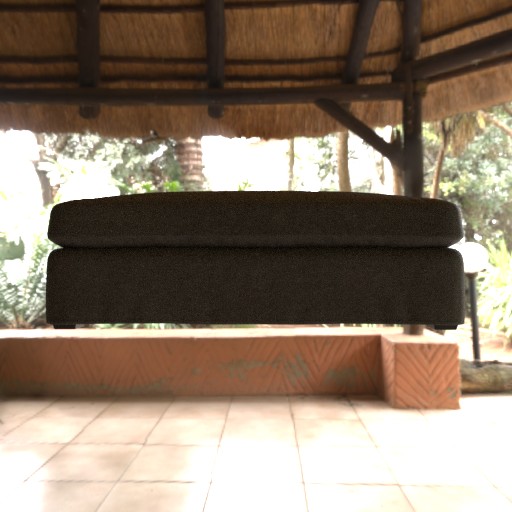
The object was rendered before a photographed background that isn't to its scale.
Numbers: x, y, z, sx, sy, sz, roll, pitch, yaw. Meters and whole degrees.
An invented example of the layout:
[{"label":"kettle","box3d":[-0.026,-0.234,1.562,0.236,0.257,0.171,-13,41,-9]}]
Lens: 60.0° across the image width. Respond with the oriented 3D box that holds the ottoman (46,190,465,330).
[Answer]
[{"label":"ottoman","box3d":[0.000,0.000,1.626,1.199,0.429,0.840,0,-1,1]}]
